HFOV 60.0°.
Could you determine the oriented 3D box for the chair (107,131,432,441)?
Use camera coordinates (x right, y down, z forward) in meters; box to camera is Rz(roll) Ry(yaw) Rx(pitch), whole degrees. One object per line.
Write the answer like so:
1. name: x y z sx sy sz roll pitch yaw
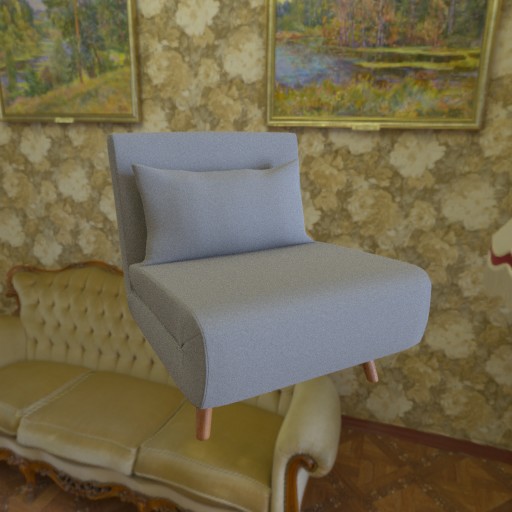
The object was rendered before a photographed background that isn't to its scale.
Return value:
1. chair: 0.000 0.000 1.495 0.770 0.808 0.902 -8 18 -27
